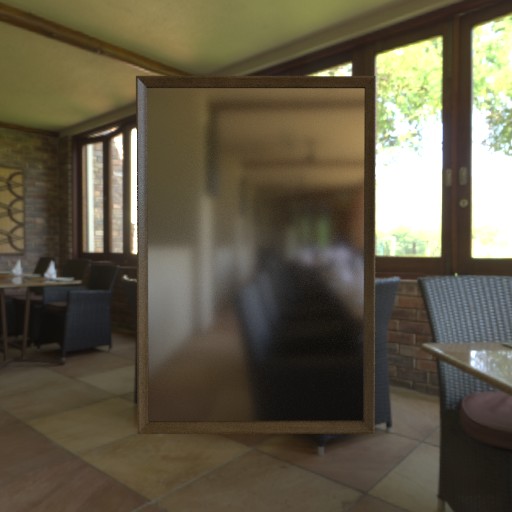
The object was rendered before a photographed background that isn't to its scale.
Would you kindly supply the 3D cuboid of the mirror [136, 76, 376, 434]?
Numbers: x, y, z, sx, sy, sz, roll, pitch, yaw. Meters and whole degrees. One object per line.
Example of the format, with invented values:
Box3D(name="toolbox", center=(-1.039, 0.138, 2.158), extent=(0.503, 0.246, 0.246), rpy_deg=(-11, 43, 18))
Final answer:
Box3D(name="mirror", center=(0.000, 0.000, 1.152), extent=(0.609, 0.915, 0.041), rpy_deg=(0, 1, 0))
